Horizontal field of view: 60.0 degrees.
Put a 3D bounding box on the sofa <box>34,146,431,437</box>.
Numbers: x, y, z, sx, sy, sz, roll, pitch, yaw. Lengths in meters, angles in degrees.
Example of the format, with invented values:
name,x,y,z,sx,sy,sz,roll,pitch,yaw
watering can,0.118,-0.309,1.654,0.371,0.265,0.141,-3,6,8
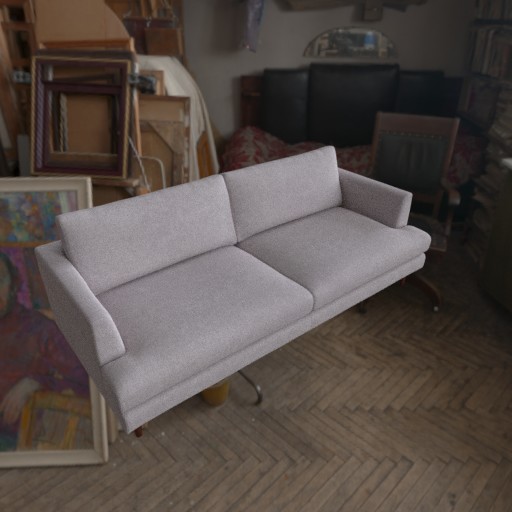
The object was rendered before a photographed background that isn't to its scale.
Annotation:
name,x,y,z,sx,sy,sz,roll,pitch,yaw
sofa,0.000,0.000,2.727,2.250,0.868,1.020,-22,37,-33
